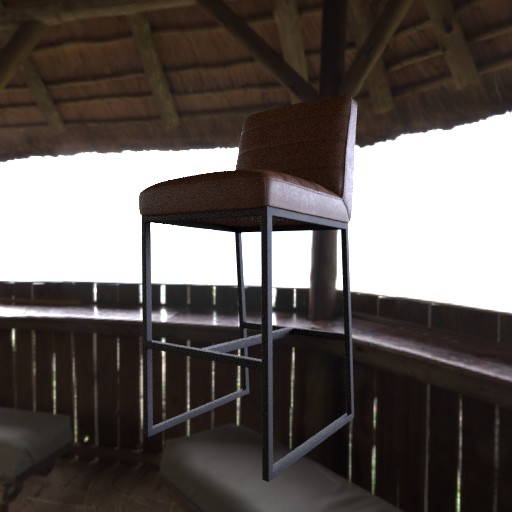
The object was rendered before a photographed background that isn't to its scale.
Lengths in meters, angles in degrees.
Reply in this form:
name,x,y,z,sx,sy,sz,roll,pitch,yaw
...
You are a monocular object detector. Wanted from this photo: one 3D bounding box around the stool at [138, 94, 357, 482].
name,x,y,z,sx,sy,sz,roll,pitch,yaw
stool,0.000,0.000,1.353,0.458,1.040,0.556,0,1,36
